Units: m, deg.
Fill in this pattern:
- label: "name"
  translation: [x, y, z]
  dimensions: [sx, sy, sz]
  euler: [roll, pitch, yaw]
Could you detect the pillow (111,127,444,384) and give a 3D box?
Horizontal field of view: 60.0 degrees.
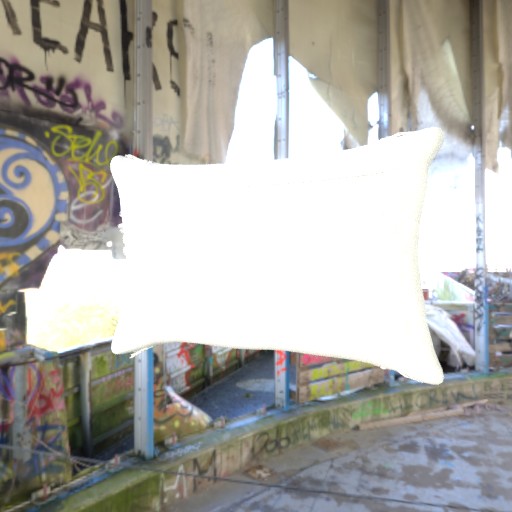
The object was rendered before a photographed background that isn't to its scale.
- label: "pillow"
  translation: [0.000, 0.000, 0.593]
  dimensions: [0.466, 0.305, 0.084]
  euler: [0, -1, 20]
